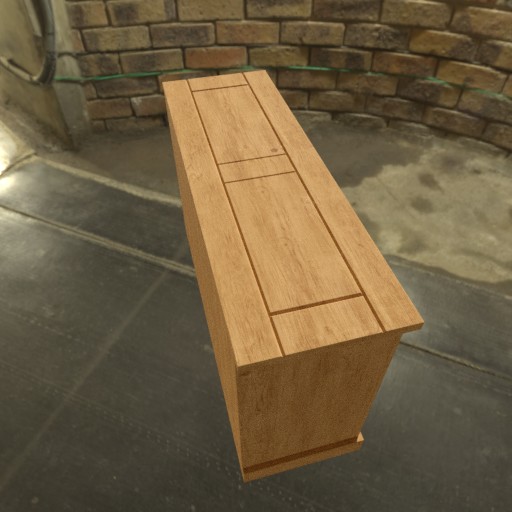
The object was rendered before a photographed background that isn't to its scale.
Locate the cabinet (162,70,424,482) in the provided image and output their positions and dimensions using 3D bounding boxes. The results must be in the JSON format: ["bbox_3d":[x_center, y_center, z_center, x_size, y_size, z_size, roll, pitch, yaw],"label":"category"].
[{"bbox_3d":[0.000,0.000,1.690,0.432,0.810,1.321,-11,48,-10],"label":"cabinet"}]
